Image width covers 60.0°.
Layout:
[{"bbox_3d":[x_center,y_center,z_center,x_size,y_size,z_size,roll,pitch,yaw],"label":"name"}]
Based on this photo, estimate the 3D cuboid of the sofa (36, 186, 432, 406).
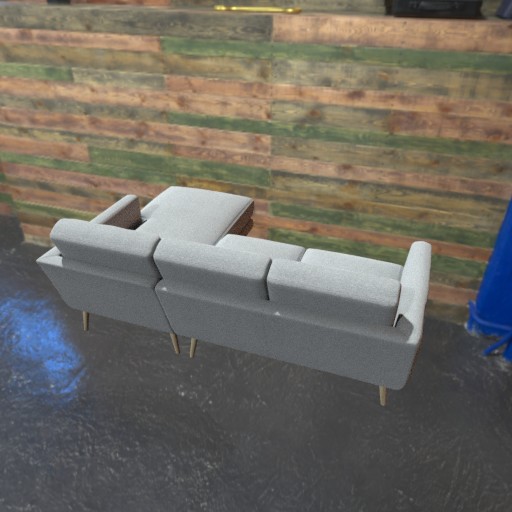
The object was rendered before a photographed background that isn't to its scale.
[{"bbox_3d":[0.000,0.000,2.827,2.040,0.860,1.530,11,34,16],"label":"sofa"}]
